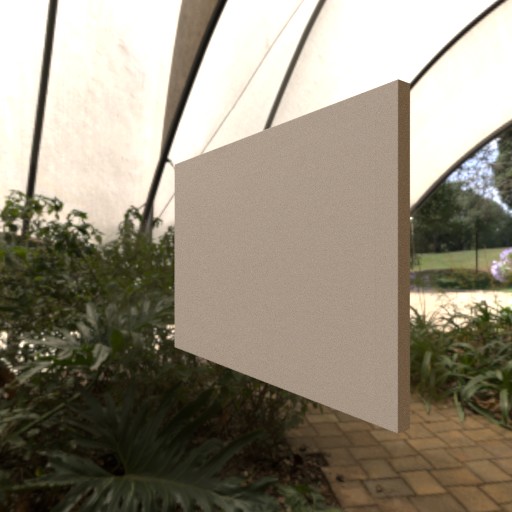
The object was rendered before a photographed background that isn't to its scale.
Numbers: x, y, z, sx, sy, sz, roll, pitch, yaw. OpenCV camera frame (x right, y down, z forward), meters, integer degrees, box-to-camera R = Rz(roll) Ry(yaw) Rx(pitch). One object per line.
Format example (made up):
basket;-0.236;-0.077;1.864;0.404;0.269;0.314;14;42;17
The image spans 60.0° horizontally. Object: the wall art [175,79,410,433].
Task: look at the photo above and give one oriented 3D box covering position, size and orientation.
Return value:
wall art;0.000;0.000;1.672;0.051;0.902;1.308;0;0;-36
